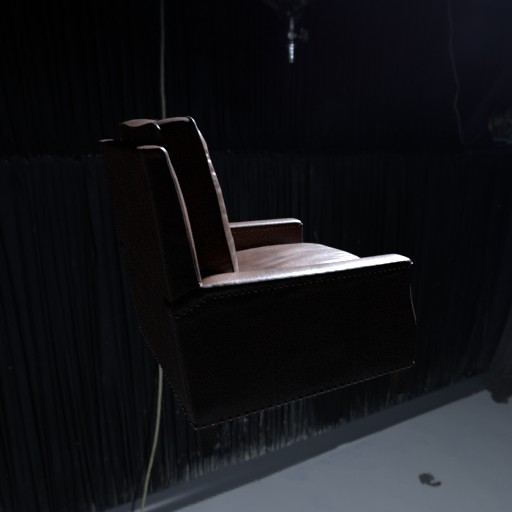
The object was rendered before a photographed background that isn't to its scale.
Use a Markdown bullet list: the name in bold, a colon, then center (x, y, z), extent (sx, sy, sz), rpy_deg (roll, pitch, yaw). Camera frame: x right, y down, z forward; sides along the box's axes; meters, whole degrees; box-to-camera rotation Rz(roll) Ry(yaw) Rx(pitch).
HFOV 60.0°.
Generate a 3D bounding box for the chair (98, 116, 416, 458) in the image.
- **chair**: center (0.000, 0.000, 1.785), extent (1.035, 1.054, 0.854), rpy_deg (-8, 18, -25)
